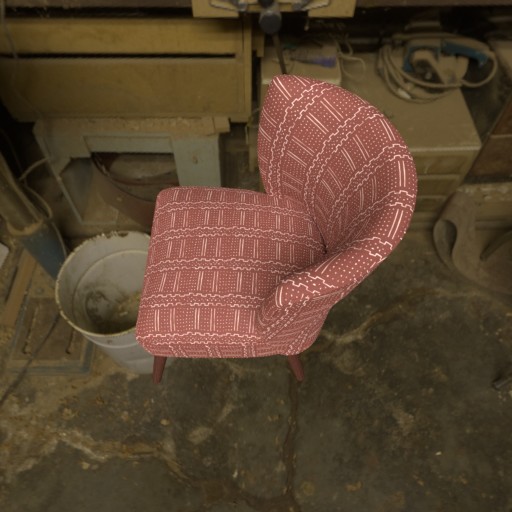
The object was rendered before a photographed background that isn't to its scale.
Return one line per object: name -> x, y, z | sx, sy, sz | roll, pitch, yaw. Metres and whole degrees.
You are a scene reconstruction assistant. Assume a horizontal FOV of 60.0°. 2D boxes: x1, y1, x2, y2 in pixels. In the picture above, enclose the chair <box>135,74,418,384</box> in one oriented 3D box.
chair -> 0.000, 0.000, 1.407 | 0.758, 0.866, 0.706 | 0, 60, 0
